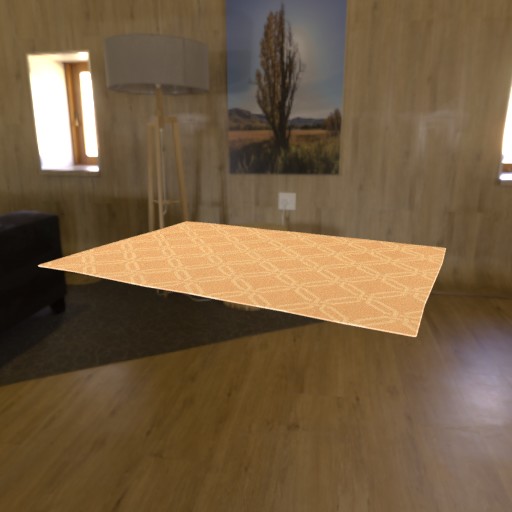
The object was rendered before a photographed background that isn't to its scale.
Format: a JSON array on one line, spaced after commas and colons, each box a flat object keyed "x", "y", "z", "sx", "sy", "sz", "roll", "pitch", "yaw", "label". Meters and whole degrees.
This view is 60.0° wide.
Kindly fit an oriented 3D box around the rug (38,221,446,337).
[{"x": 0.000, "y": 0.000, "z": 2.801, "sx": 2.135, "sy": 0.013, "sz": 1.524, "roll": 8, "pitch": 17, "yaw": 25, "label": "rug"}]
